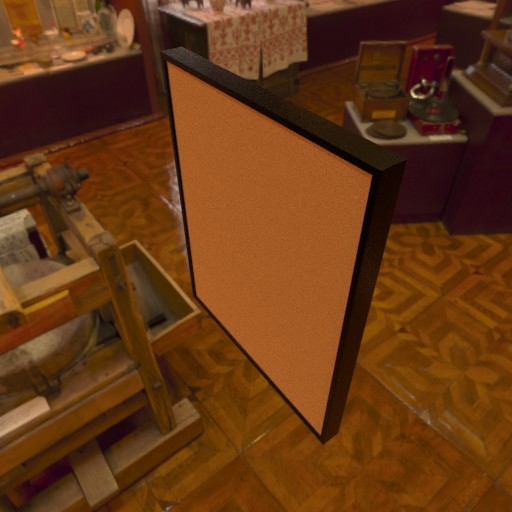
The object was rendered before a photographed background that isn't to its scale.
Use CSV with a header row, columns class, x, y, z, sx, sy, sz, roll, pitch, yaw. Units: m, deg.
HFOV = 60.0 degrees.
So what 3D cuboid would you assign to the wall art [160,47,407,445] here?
class,x,y,z,sx,sy,sz,roll,pitch,yaw
wall art,0.000,0.000,0.747,0.039,0.553,0.451,-26,48,-27
